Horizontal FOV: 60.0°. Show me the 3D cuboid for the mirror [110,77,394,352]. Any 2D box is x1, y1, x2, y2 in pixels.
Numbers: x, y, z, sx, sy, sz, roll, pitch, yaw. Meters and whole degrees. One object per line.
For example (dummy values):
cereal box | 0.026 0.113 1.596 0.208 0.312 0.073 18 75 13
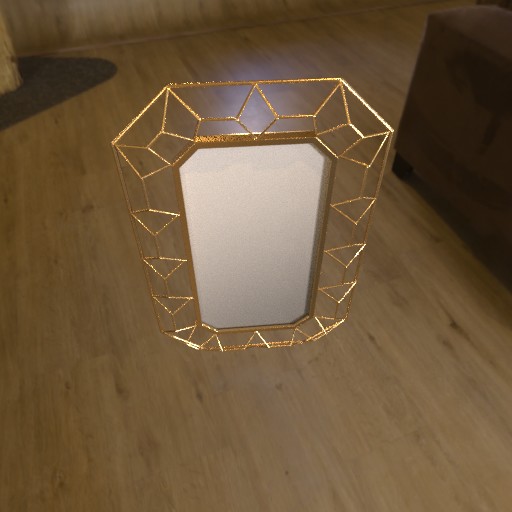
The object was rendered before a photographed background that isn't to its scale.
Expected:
mirror | 0.000 0.000 1.104 0.572 0.870 0.051 -4 46 -4
